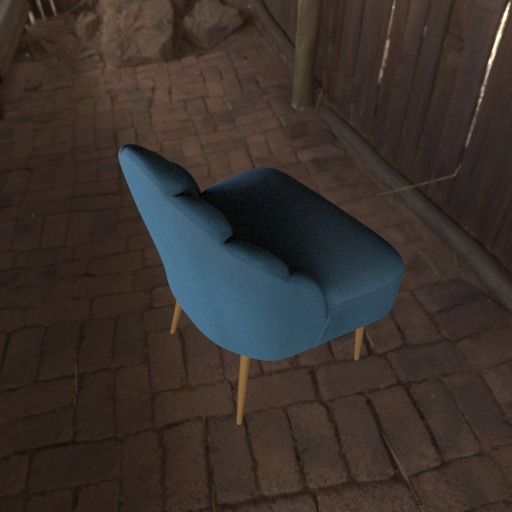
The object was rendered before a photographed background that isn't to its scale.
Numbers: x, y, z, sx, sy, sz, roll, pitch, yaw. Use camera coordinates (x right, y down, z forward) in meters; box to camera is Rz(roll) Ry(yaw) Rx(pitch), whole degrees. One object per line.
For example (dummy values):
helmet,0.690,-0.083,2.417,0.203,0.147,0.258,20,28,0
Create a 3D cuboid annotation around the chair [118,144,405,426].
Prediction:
chair,0.000,0.000,1.265,0.599,0.819,0.657,-25,47,-26
